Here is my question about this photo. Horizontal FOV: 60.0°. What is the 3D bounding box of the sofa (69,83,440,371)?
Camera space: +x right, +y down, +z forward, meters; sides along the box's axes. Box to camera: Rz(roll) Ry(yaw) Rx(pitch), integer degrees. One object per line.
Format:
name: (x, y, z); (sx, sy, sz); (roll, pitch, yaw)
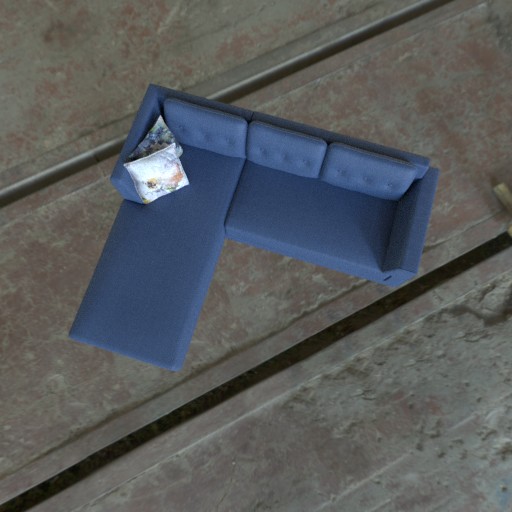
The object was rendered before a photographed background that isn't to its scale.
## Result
sofa: (0.000, 0.000, 3.116); (2.120, 0.787, 1.829); (16, 76, 4)
